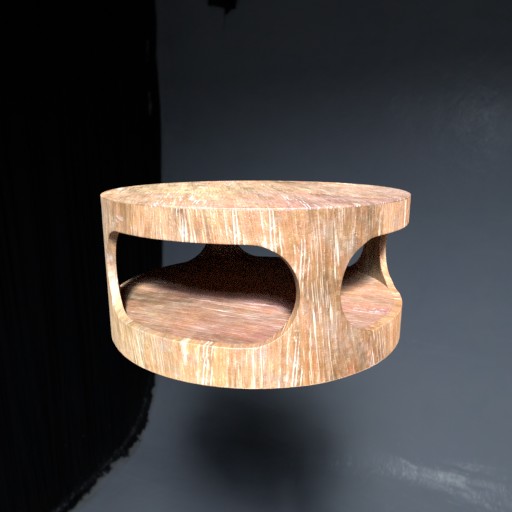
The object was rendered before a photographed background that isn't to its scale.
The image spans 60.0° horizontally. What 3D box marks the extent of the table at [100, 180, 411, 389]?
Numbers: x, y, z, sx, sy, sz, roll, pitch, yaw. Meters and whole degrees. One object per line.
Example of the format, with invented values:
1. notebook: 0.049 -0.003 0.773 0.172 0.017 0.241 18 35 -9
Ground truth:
1. table: 0.000 0.000 1.523 0.974 0.450 0.974 0 13 0
